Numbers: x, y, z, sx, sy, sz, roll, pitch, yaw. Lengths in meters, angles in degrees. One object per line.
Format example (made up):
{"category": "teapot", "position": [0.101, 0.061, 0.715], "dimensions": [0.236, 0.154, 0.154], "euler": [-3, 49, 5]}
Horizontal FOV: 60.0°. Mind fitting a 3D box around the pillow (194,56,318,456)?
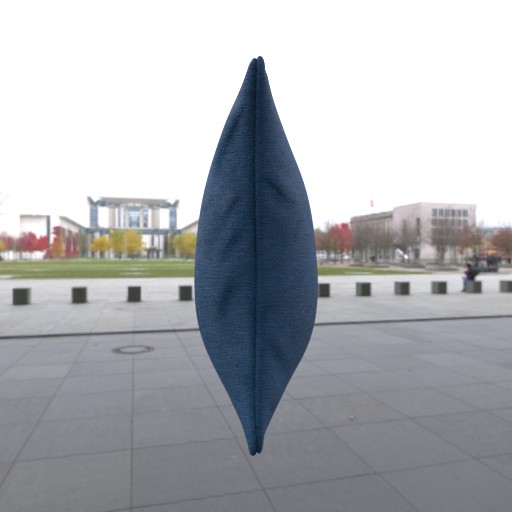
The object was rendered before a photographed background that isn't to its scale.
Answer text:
{"category": "pillow", "position": [0.000, 0.000, 0.672], "dimensions": [0.177, 0.420, 0.437], "euler": [0, 0, 0]}
